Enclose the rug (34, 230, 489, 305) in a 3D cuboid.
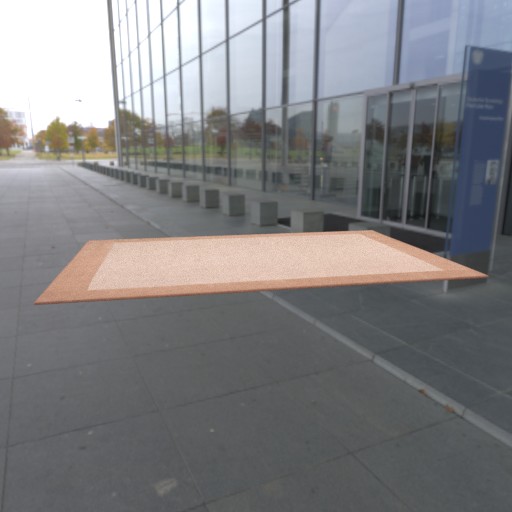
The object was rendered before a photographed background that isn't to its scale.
[{"bbox_3d":[0.000,0.000,3.047,2.438,0.014,1.524,-3,14,-11],"label":"rug"}]
